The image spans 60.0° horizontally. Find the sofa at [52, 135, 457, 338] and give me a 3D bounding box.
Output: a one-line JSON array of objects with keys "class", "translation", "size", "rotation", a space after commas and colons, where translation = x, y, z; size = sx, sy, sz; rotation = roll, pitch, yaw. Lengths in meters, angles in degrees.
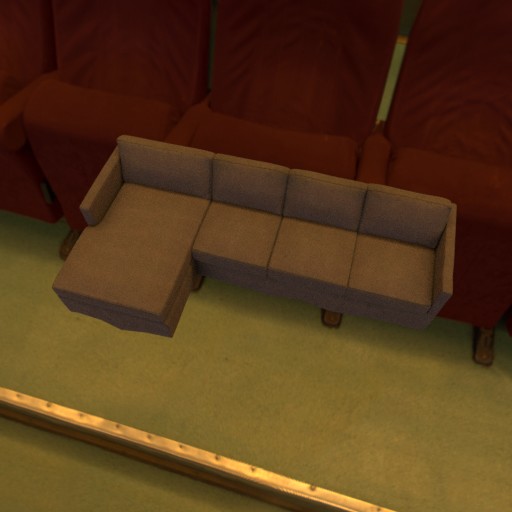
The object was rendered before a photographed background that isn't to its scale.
[{"class": "sofa", "translation": [0.000, 0.000, 3.903], "size": [3.205, 0.922, 1.650], "rotation": [13, 59, 8]}]
